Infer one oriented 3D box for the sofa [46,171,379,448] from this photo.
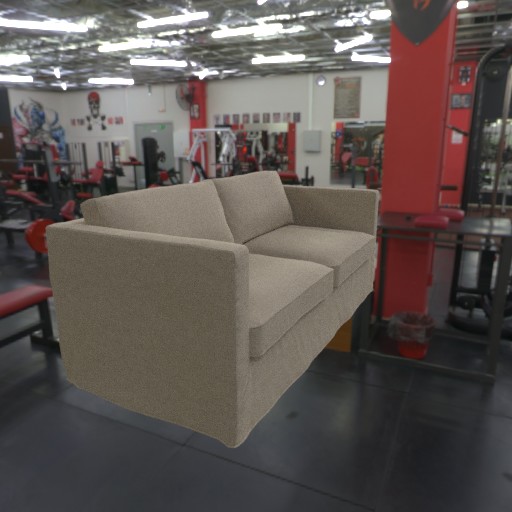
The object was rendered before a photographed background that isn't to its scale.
[{"bbox_3d":[0.000,0.000,2.508,0.956,0.847,1.987,8,17,27],"label":"sofa"}]
